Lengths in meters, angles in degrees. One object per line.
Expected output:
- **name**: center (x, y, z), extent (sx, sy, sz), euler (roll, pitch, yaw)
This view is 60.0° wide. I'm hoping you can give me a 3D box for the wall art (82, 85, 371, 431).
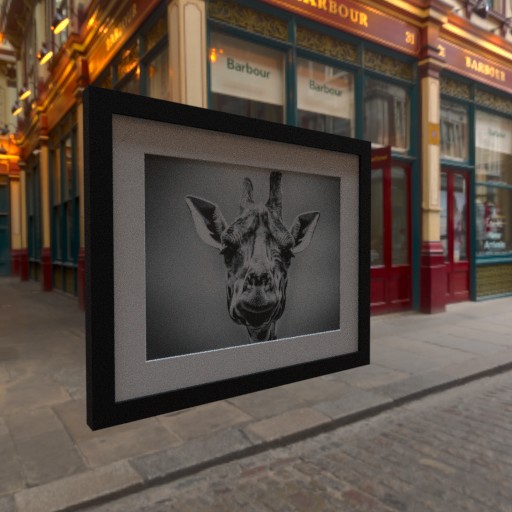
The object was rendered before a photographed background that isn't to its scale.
- **wall art**: center (0.000, 0.000, 0.759), extent (0.558, 0.457, 0.031), euler (-1, 2, -36)
